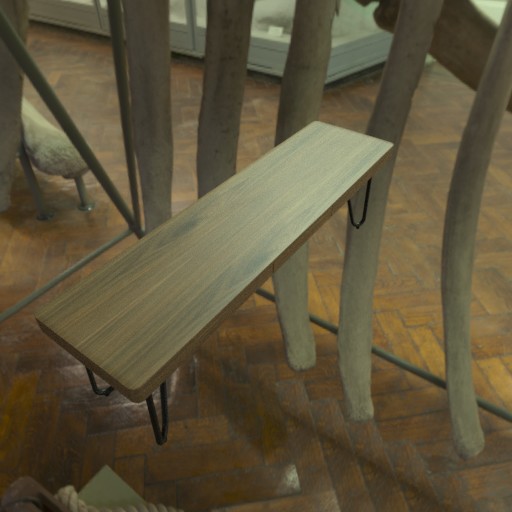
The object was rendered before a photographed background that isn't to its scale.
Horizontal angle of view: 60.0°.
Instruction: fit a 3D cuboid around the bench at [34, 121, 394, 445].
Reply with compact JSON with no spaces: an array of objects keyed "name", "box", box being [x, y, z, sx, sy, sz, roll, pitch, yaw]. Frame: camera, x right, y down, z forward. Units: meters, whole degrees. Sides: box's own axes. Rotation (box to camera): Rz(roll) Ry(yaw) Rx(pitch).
[{"name":"bench","box":[0.000,0.000,1.777,0.425,0.462,1.570,26,47,26]}]
